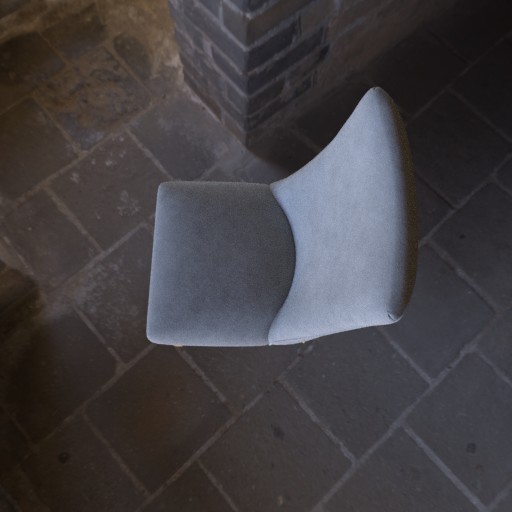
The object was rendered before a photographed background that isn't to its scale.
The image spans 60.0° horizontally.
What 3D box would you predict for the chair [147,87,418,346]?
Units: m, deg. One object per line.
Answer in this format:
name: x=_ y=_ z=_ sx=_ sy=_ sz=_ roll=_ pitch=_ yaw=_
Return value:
chair: x=0.000 y=0.000 z=1.253 sx=0.610 sy=0.902 sz=0.495 roll=1 pitch=75 yaw=0
